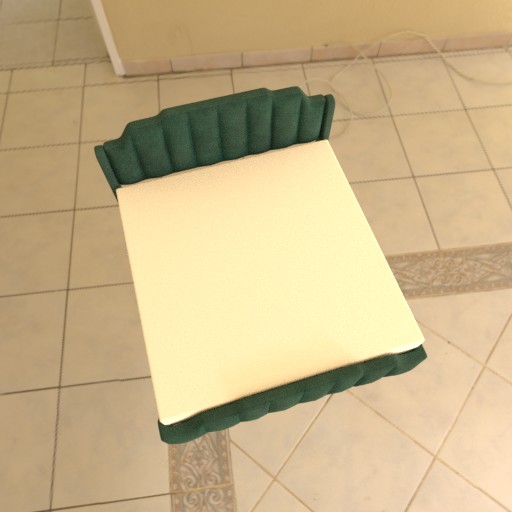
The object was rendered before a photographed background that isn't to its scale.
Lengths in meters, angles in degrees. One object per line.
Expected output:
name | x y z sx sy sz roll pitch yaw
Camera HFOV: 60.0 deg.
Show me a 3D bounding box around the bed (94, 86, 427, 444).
bed | 0.000 0.000 3.597 2.074 1.245 2.340 -15 64 -8
